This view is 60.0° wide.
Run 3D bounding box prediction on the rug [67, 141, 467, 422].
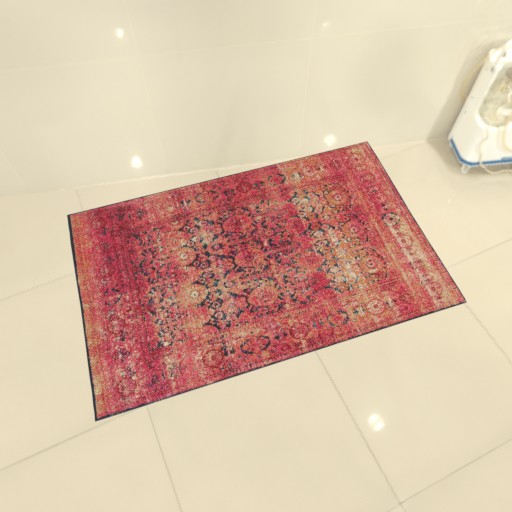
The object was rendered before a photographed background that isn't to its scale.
[{"bbox_3d":[0.000,0.000,3.104,2.449,0.018,1.539,-16,60,-9],"label":"rug"}]
